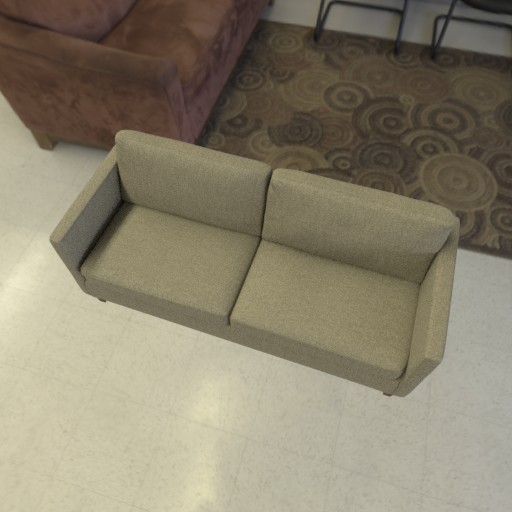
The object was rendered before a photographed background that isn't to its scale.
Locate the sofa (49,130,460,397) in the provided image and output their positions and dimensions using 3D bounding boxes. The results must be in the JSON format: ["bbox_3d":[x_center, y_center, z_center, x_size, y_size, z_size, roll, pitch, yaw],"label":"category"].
[{"bbox_3d":[0.000,0.000,2.749,2.208,0.960,0.956,16,59,10],"label":"sofa"}]
